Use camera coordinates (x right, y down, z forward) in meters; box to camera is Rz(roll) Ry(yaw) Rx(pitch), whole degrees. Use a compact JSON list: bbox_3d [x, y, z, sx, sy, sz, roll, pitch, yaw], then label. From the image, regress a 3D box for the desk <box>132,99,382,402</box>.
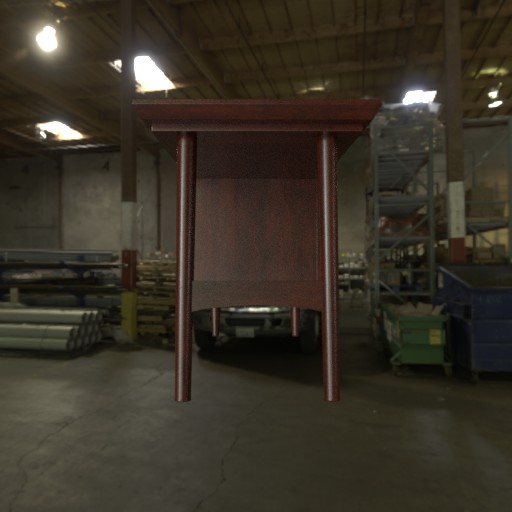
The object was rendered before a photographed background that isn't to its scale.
[{"bbox_3d":[0.000,0.000,1.720,0.612,0.758,1.277,0,-1,0],"label":"desk"}]
